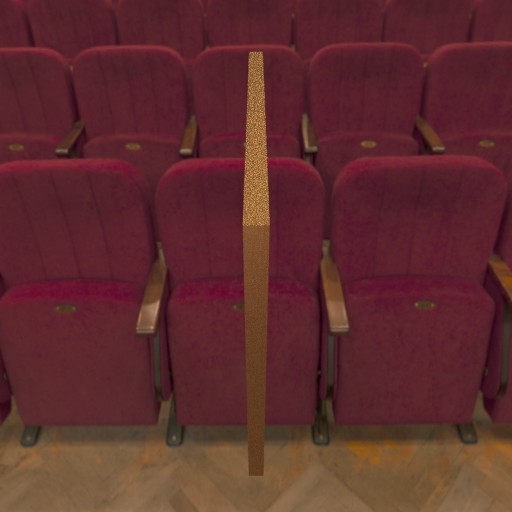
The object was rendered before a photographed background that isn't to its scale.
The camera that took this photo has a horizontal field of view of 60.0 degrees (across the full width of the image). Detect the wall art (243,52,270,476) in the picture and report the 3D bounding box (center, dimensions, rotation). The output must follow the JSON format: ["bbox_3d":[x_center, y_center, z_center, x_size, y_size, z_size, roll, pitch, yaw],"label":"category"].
[{"bbox_3d":[0.000,0.000,1.131,0.036,0.765,0.767,0,41,0],"label":"wall art"}]
